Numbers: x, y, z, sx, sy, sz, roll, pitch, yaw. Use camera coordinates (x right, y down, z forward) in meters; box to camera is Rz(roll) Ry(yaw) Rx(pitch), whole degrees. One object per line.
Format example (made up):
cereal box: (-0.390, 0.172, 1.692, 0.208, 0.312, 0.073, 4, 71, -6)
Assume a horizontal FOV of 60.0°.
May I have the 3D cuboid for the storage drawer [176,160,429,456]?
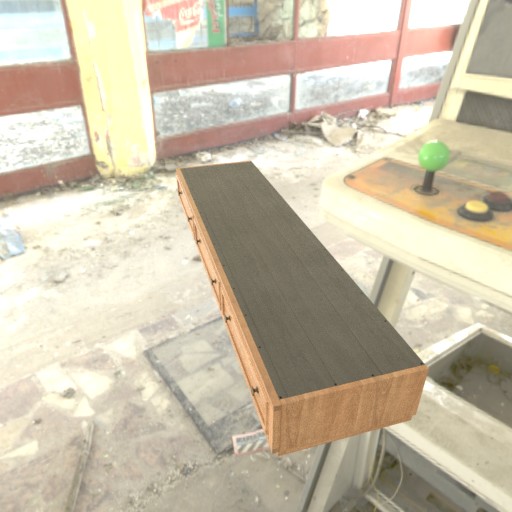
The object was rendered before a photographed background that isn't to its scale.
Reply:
storage drawer: (0.000, 0.000, 2.232, 0.538, 0.264, 2.032, -9, 32, -14)
